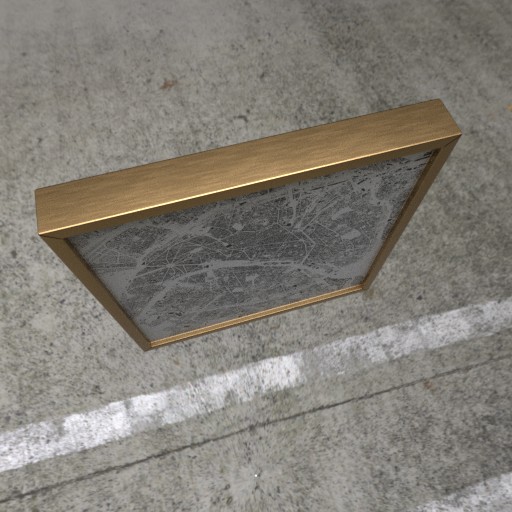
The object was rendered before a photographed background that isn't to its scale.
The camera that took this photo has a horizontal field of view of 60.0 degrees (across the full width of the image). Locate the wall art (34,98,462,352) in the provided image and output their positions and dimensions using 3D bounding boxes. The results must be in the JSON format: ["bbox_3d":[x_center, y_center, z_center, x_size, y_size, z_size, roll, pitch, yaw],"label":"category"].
[{"bbox_3d":[0.000,0.000,0.450,0.305,0.305,0.037,-15,65,-7],"label":"wall art"}]
